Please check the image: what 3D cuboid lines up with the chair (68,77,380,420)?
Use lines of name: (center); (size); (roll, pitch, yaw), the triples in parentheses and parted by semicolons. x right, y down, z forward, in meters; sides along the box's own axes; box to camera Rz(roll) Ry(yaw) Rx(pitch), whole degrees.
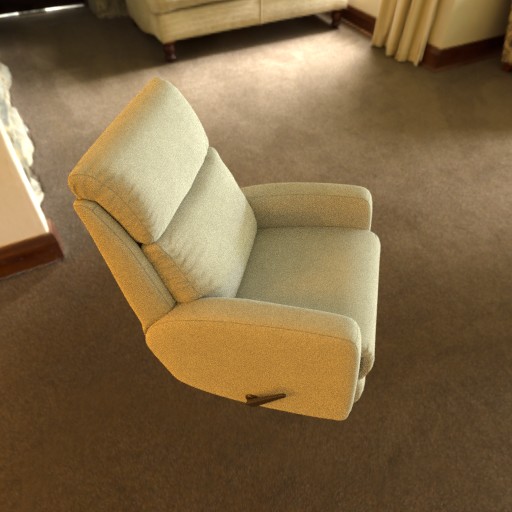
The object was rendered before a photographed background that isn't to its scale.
chair: (0.000, 0.000, 1.627); (0.941, 1.015, 0.812); (10, 47, 9)
